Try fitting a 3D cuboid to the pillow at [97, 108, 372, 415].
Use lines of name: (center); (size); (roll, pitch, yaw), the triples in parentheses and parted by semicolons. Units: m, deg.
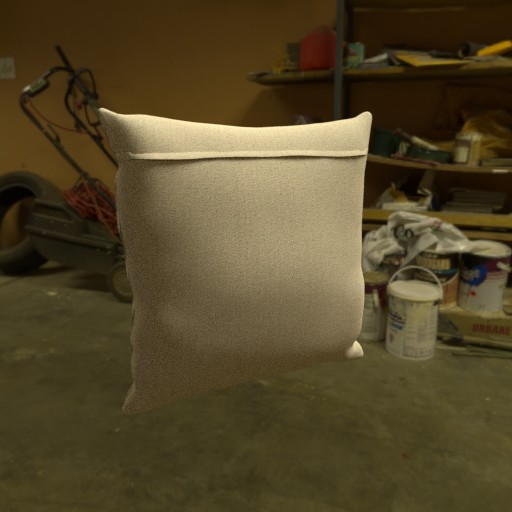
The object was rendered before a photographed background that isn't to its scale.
pillow: (0.000, 0.000, 0.694); (0.440, 0.441, 0.182); (-7, 16, -25)
